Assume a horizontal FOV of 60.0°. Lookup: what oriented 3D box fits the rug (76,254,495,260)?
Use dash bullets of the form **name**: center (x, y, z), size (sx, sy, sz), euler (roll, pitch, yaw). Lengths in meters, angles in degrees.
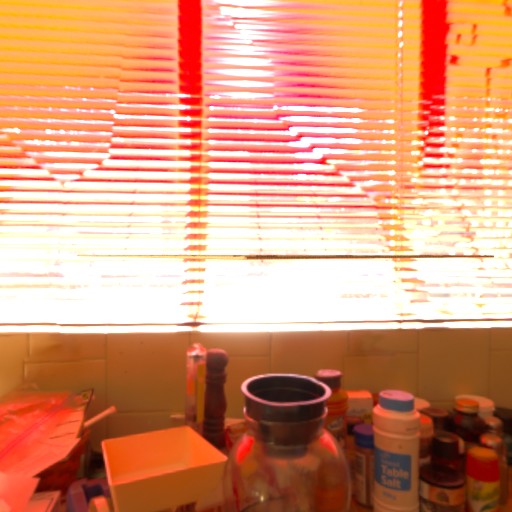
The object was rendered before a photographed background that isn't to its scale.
- **rug**: center (0.000, 0.000, 3.765), size (2.211, 0.021, 2.910), euler (0, 0, -36)
